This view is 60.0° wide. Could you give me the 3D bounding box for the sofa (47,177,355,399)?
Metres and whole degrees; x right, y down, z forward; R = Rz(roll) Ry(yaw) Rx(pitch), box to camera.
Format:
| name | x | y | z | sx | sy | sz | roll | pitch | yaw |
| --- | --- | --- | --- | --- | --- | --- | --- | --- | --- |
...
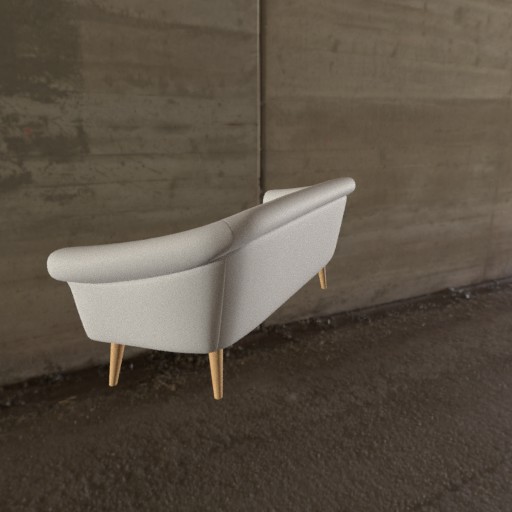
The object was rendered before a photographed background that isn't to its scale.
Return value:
| name | x | y | z | sx | sy | sz | roll | pitch | yaw |
| --- | --- | --- | --- | --- | --- | --- | --- | --- | --- |
| sofa | 0.000 | 0.000 | 2.538 | 0.827 | 0.795 | 2.160 | 7 | 17 | 24 |
